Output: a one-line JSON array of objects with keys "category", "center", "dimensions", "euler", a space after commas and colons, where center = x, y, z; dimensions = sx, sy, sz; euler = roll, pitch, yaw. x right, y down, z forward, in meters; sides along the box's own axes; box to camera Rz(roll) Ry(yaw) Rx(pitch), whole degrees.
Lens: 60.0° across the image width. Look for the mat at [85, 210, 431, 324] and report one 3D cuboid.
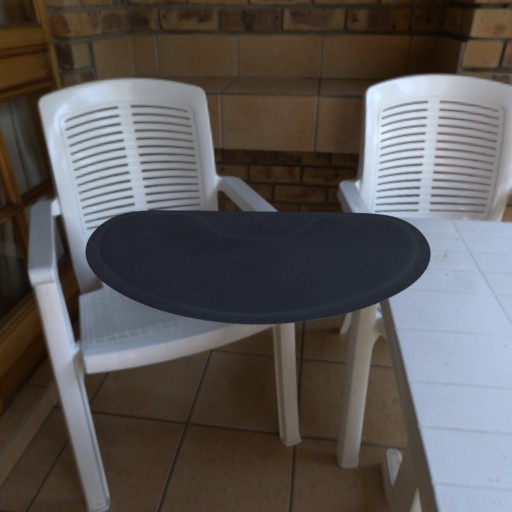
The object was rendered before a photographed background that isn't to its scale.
[{"category": "mat", "center": [0.000, 0.000, 1.865], "dimensions": [1.524, 0.013, 0.913], "euler": [1, 30, 2]}]
